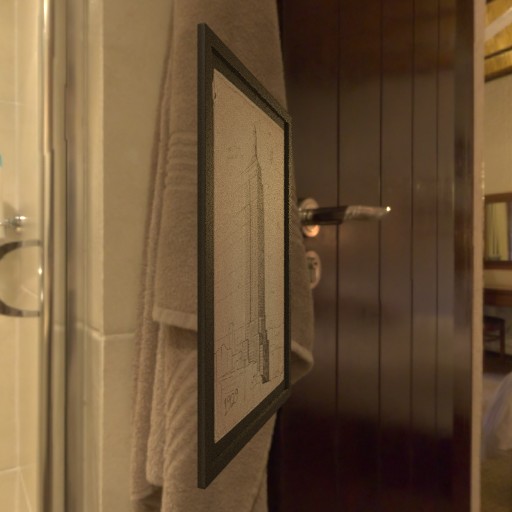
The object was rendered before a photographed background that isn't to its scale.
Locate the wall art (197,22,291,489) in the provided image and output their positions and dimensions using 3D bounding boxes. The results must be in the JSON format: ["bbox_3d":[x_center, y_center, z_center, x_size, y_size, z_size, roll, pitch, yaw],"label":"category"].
[{"bbox_3d":[0.000,0.000,0.841,0.012,0.661,0.451,0,0,20],"label":"wall art"}]
